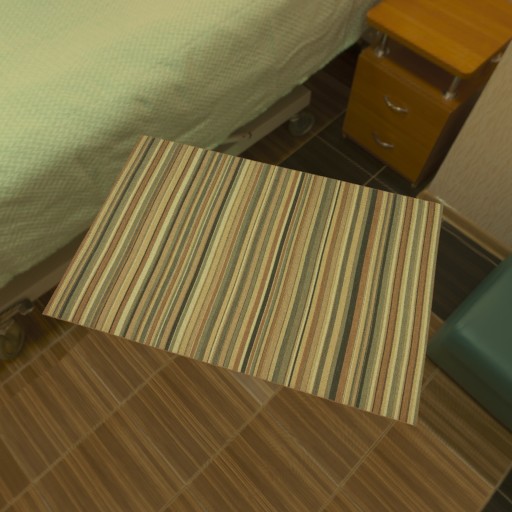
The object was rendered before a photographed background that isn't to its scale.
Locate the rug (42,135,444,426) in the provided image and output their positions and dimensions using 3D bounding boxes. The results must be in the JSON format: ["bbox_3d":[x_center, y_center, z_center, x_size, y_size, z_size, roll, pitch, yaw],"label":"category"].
[{"bbox_3d":[0.000,0.000,2.329,1.829,0.008,1.219,15,63,8],"label":"rug"}]
